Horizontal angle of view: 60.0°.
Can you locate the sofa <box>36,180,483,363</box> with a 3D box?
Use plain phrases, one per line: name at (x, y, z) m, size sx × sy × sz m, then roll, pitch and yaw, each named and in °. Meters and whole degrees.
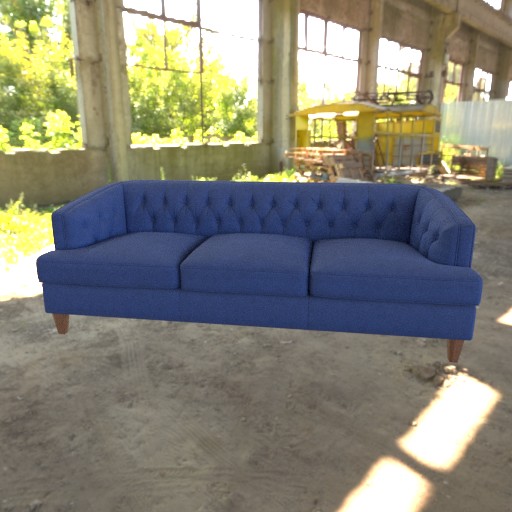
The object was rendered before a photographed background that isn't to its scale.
sofa at (0.000, 0.000, 2.603) m, size 2.235 × 0.787 × 0.914 m, roll 2°, pitch 15°, yaw 9°
